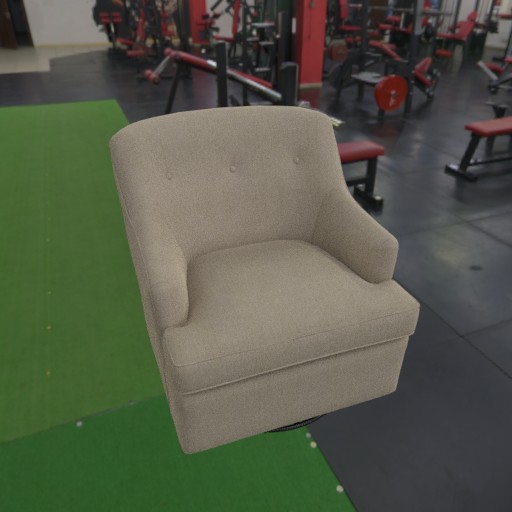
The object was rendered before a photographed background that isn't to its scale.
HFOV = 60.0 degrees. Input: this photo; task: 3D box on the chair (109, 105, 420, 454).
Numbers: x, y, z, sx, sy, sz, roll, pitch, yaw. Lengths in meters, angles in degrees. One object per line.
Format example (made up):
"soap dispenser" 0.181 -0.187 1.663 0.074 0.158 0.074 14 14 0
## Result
"chair" 0.000 0.000 1.597 0.864 0.856 0.923 -10 33 -16
